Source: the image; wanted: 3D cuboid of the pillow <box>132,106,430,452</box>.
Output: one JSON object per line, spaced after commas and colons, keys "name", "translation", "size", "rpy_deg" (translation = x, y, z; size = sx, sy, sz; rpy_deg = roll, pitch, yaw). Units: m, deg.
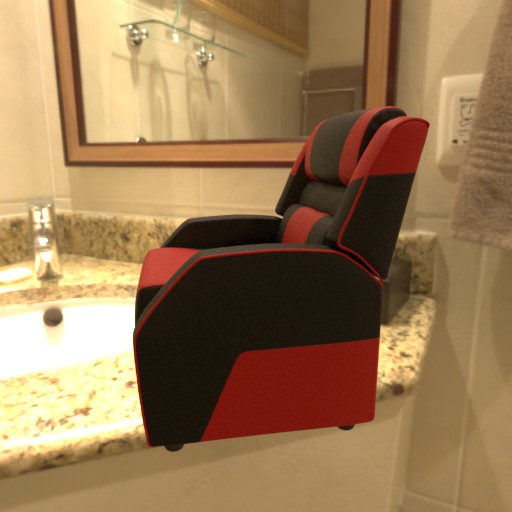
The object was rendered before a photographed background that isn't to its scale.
{"name": "pillow", "translation": [0.000, 0.000, 1.279], "size": [0.672, 0.805, 0.620], "rpy_deg": [-2, 13, -11]}
